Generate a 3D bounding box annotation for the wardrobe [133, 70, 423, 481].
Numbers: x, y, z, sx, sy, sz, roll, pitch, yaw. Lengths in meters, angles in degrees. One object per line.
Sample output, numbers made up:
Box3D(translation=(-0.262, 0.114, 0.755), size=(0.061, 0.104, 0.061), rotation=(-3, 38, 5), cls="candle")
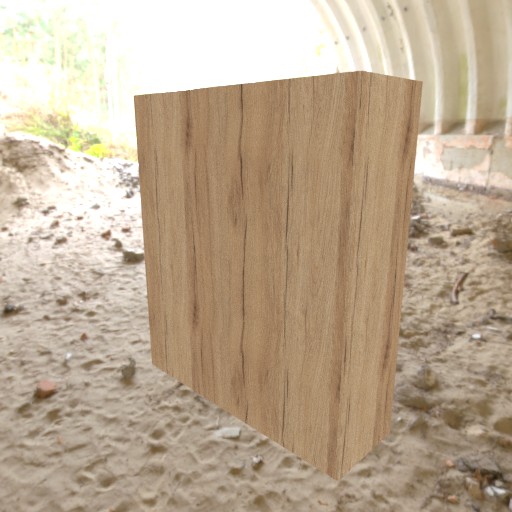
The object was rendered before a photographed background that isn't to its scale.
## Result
Box3D(translation=(0.000, 0.000, 2.932), size=(1.810, 2.070, 0.580), rotation=(15, 21, 42), cls="wardrobe")
